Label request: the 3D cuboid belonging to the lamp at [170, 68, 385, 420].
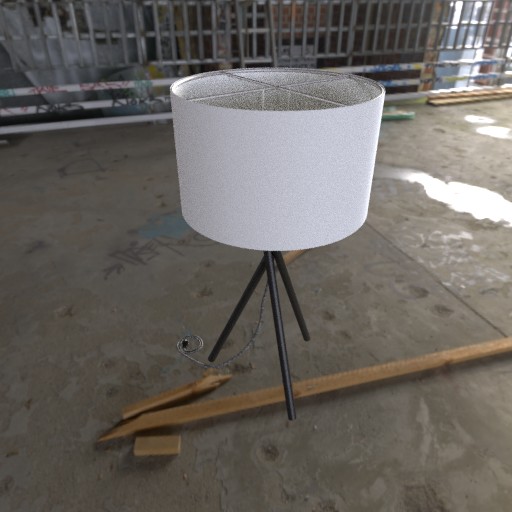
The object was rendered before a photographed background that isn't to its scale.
[{"bbox_3d":[0.000,0.000,0.920,0.422,0.674,0.353,0,32,0],"label":"lamp"}]
